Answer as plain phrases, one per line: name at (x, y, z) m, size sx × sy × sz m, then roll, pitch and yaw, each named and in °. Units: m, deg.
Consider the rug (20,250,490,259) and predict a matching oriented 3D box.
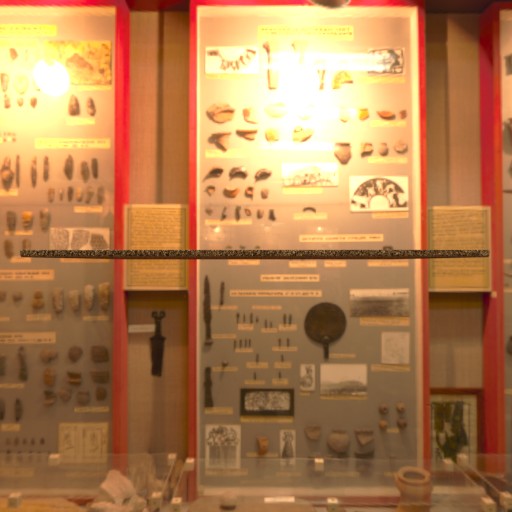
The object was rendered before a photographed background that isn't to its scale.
rug at (0.000, 0.000, 2.101) m, size 1.601 × 0.025 × 1.198 m, roll 0°, pitch -1°, yaw 1°
